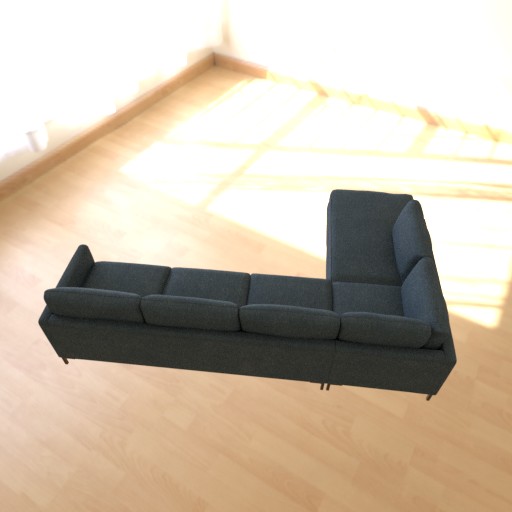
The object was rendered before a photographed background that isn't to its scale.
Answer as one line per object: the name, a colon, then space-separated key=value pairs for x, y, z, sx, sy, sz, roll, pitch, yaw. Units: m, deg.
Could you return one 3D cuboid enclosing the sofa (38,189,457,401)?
sofa: x=0.000 y=0.000 z=3.840 sx=2.949 sy=0.815 sz=2.007 roll=5 pitch=47 yaw=4
